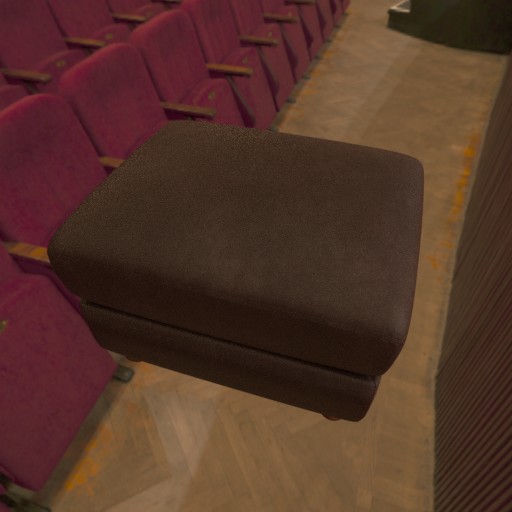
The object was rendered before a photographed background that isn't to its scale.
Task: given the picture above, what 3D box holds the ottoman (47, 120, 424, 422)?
[{"bbox_3d":[0.000,0.000,1.243,0.806,0.569,0.670,12,44,13],"label":"ottoman"}]
